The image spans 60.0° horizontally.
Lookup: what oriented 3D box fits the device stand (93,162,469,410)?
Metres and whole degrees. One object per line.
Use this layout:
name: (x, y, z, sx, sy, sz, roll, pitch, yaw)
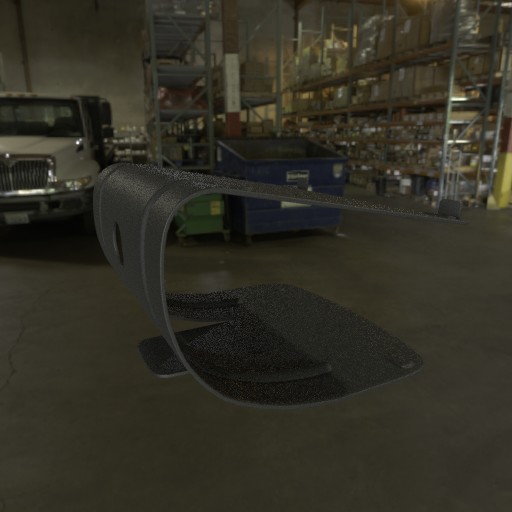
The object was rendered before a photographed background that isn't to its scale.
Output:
device stand: (0.000, 0.000, 0.394, 0.236, 0.155, 0.256, -8, 17, -26)
